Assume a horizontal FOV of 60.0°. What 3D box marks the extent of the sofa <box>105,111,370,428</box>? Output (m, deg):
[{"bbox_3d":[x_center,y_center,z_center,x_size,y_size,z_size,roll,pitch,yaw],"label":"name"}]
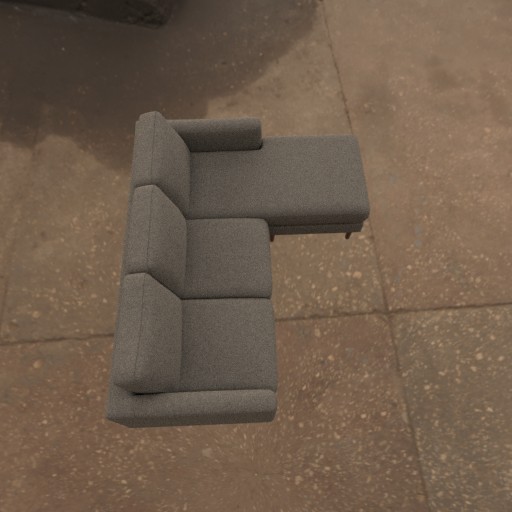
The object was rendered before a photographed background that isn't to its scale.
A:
[{"bbox_3d":[0.000,0.000,2.976,1.667,0.957,2.055,-2,64,-1],"label":"sofa"}]
